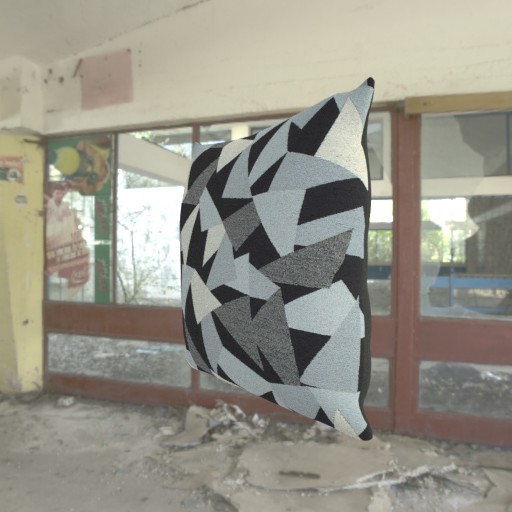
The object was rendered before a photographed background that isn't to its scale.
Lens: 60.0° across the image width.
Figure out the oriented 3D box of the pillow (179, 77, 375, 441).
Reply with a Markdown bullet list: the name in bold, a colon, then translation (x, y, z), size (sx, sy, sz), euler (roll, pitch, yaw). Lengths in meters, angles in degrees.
- **pillow**: translation (0.000, 0.000, 0.786), size (0.208, 0.496, 0.503), euler (0, 0, -37)
